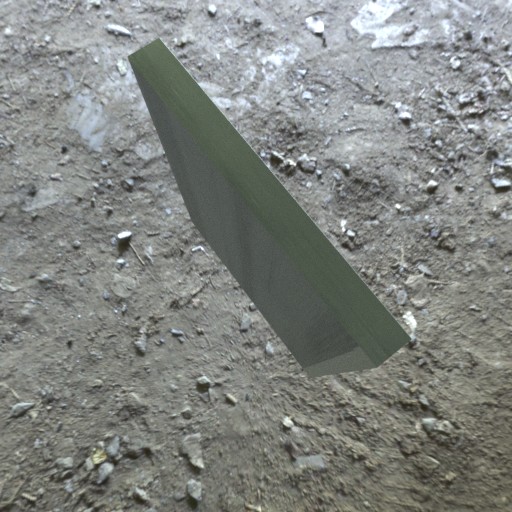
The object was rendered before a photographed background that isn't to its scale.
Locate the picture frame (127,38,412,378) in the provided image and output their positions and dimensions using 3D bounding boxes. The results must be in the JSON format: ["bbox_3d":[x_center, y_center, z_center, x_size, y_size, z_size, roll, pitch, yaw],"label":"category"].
[{"bbox_3d":[0.000,0.000,0.747,0.046,0.555,0.449,-36,77,-10],"label":"picture frame"}]
